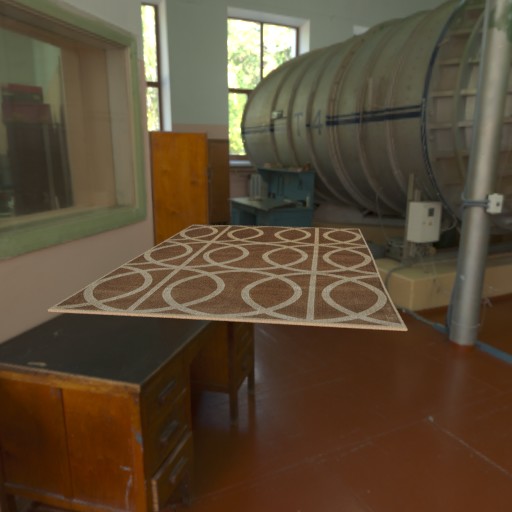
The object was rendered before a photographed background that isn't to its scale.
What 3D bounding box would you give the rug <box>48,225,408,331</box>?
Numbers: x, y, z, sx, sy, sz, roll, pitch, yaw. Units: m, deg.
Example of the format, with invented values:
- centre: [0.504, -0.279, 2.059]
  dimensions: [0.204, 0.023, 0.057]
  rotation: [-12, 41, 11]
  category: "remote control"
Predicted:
- centre: [0.000, 0.000, 2.928]
  dimensions: [1.526, 0.014, 2.290]
  rotation: [2, 14, 8]
  category: "rug"
